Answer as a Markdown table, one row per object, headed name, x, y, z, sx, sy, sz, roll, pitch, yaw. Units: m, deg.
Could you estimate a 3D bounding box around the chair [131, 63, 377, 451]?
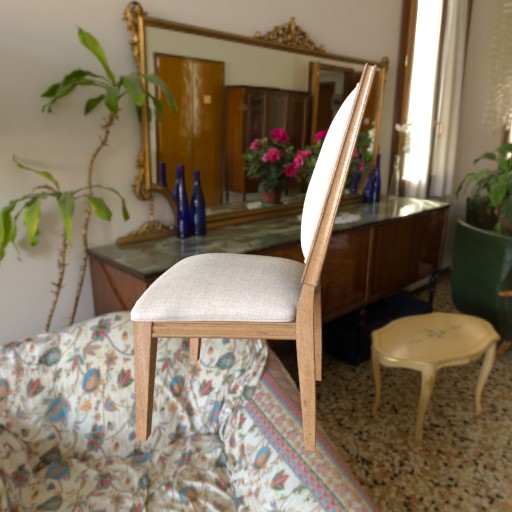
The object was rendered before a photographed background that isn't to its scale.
| name | x | y | z | sx | sy | sz | roll | pitch | yaw |
| --- | --- | --- | --- | --- | --- | --- | --- | --- | --- |
| chair | 0.000 | 0.000 | 1.316 | 0.601 | 0.988 | 0.536 | 3 | 16 | 10 |
